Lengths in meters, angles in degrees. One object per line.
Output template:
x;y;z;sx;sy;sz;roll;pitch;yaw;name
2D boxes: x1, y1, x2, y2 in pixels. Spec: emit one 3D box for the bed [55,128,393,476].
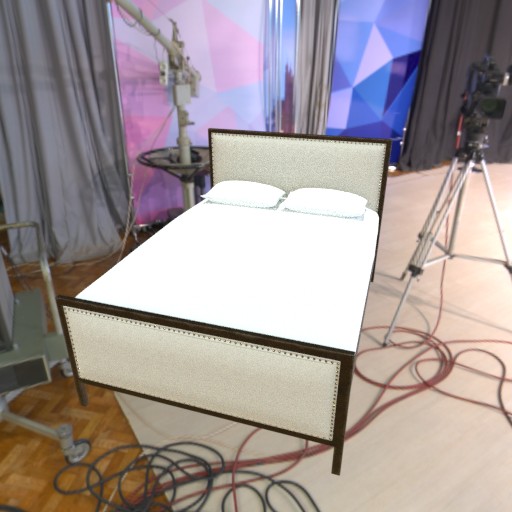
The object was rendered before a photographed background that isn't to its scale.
0.000;0.000;3.153;1.607;1.313;2.221;8;27;16;bed
